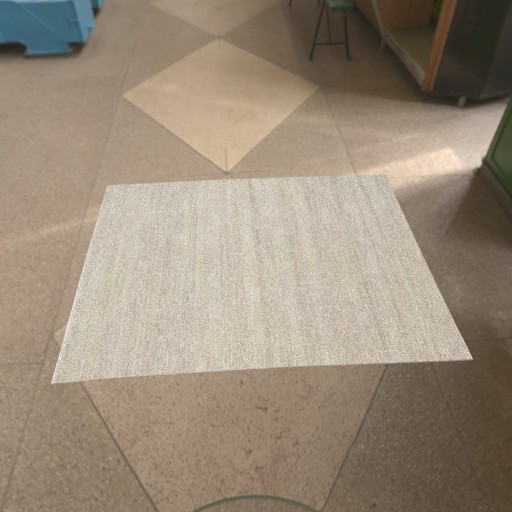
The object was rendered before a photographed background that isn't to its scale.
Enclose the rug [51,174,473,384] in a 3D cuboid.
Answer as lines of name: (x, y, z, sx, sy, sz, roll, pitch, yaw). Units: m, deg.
rug: (0.000, 0.000, 4.740, 3.626, 0.051, 2.757, -3, 46, -2)
